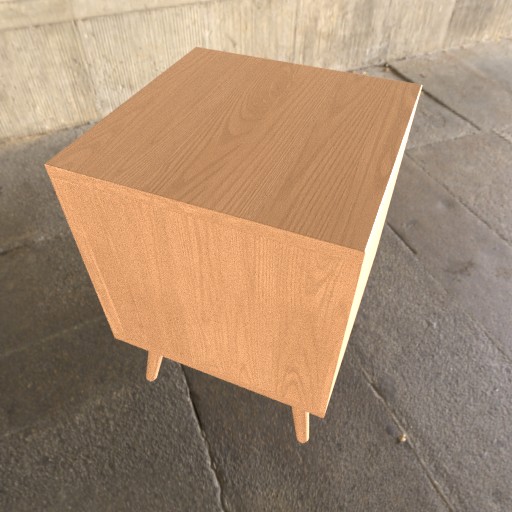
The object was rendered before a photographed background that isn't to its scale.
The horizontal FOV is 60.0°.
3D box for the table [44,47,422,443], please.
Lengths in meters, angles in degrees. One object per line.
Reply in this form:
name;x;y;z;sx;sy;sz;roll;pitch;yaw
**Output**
table;0.000;0.000;0.818;0.400;0.550;0.400;17;48;15
